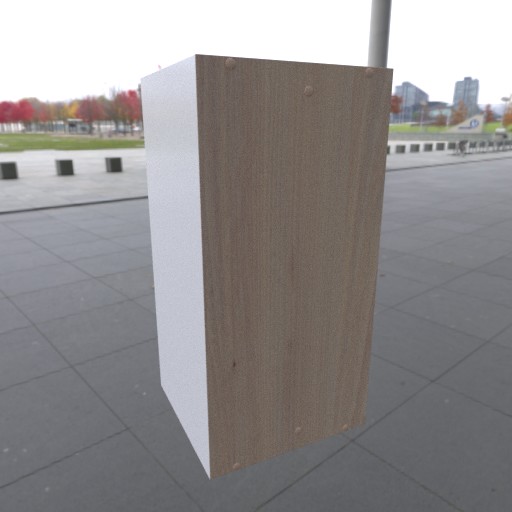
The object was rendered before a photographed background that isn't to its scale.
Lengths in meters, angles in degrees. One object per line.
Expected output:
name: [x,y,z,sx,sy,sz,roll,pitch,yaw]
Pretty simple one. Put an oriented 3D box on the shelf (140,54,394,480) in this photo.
shelf: [0.000,0.000,0.776,0.297,0.594,0.290,-8,18,-25]
